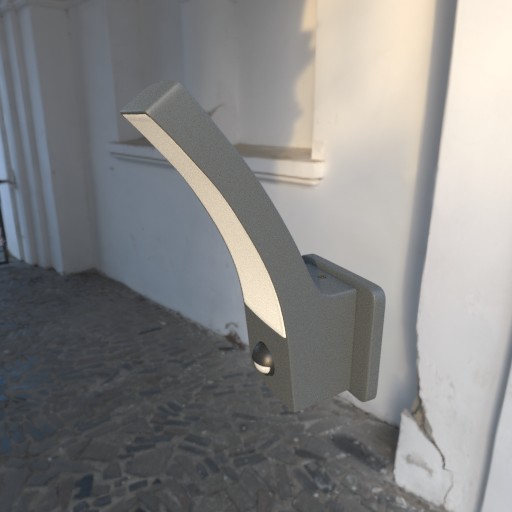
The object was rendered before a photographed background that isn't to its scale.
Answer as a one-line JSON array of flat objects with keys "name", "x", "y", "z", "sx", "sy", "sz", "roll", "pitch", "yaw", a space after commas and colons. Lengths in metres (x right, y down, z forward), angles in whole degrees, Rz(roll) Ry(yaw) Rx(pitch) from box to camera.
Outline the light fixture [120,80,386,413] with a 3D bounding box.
[{"name": "light fixture", "x": 0.000, "y": 0.000, "z": 0.336, "sx": 0.174, "sy": 0.243, "sz": 0.108, "roll": -8, "pitch": 19, "yaw": -24}]
